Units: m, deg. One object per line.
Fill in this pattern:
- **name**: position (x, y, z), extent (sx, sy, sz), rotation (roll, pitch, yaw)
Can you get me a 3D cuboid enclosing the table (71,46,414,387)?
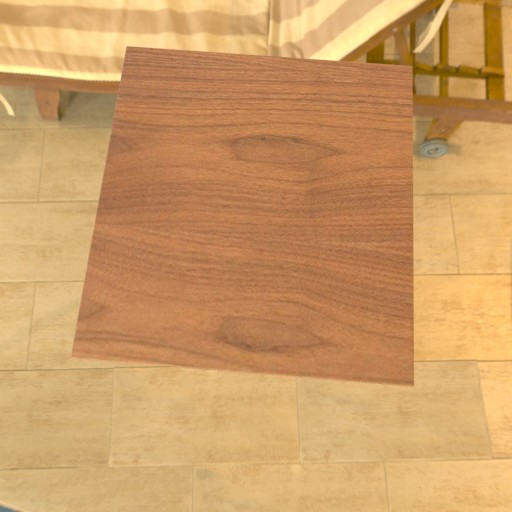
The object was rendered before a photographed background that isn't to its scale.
- **table**: position (0.000, 0.000, 0.817), extent (0.384, 0.567, 0.411), rotation (5, 76, 1)
